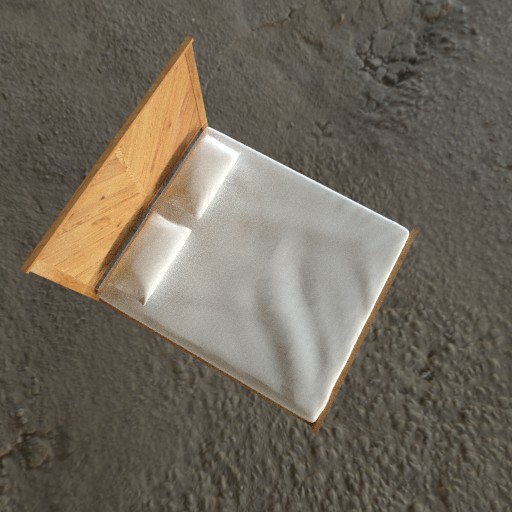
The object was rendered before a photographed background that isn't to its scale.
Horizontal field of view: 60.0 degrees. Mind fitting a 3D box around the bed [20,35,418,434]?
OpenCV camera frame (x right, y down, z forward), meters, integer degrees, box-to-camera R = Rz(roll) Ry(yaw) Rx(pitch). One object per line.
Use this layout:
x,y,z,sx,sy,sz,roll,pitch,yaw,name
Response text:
0.000,0.000,3.586,2.201,1.686,1.936,29,77,7,bed
